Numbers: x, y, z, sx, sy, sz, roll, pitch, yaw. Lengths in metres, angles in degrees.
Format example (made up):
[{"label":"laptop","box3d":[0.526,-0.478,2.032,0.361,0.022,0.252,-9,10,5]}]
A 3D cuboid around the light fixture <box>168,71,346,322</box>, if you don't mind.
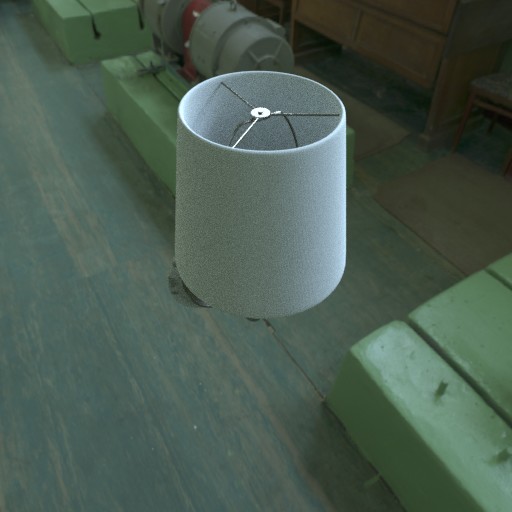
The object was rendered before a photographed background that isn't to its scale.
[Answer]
[{"label":"light fixture","box3d":[0.000,0.000,0.461,0.168,0.337,0.188,-24,50,-22]}]
